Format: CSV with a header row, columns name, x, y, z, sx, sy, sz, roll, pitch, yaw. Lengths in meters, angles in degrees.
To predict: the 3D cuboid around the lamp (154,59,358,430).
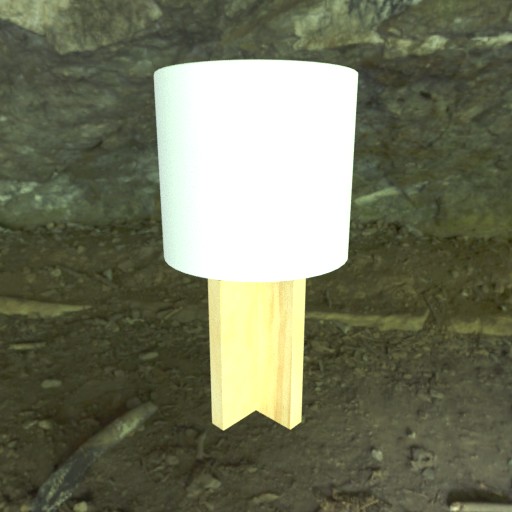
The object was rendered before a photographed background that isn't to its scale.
name,x,y,z,sx,sy,sz,roll,pitch,yaw
lamp,0.000,0.000,0.563,0.229,0.428,0.229,14,21,42
